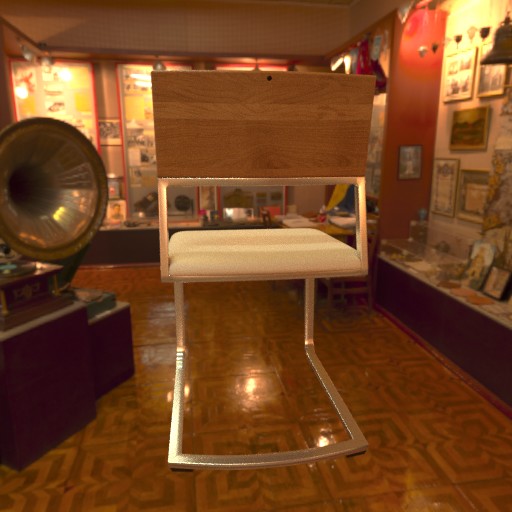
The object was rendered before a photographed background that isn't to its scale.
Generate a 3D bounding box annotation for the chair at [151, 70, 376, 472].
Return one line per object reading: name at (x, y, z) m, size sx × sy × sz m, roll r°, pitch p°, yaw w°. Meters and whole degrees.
chair at (0.000, 0.000, 1.163) m, size 0.467 × 0.844 × 0.585 m, roll -2°, pitch 13°, yaw -7°
